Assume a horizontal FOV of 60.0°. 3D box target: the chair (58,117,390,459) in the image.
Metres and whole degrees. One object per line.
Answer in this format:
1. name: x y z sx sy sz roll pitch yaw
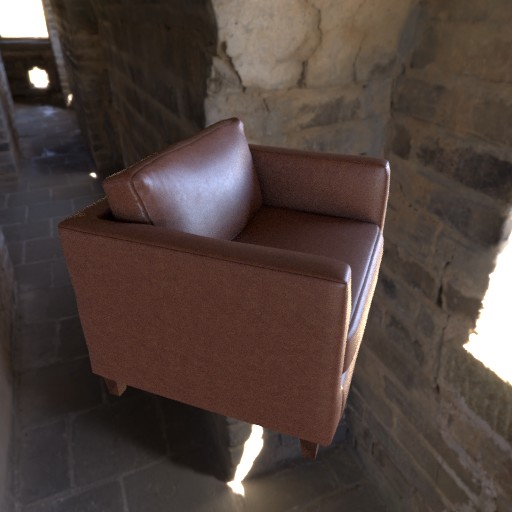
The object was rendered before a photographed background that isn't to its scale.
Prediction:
1. chair: 0.000 0.000 1.814 0.959 0.917 1.107 11 32 18
